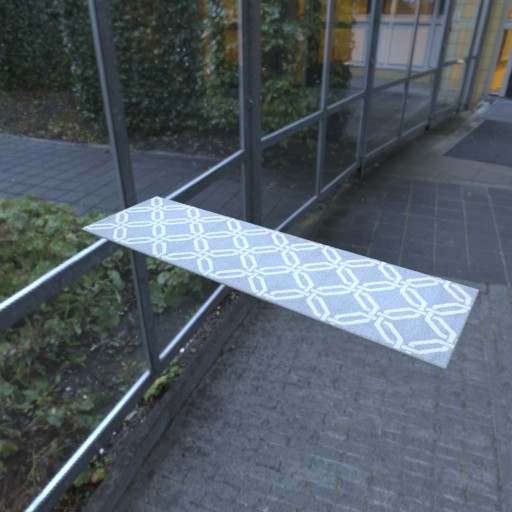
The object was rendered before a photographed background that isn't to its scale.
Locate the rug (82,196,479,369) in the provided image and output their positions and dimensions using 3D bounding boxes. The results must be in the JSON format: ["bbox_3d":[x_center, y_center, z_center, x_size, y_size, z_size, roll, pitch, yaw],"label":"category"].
[{"bbox_3d":[0.000,0.000,2.558,2.276,0.014,0.678,18,34,29],"label":"rug"}]
